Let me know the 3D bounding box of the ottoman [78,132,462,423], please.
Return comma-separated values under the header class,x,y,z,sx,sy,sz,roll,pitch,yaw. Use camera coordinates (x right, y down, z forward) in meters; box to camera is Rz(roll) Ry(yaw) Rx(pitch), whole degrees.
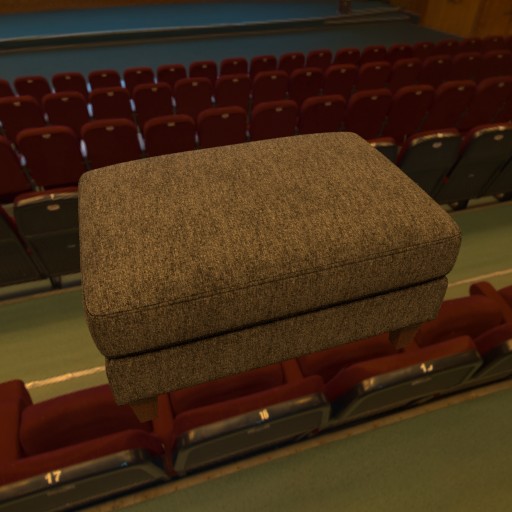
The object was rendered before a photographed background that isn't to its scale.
class,x,y,z,sx,sy,sz,roll,pitch,yaw
ottoman,0.000,0.000,1.226,0.864,0.483,0.584,-12,42,-14
